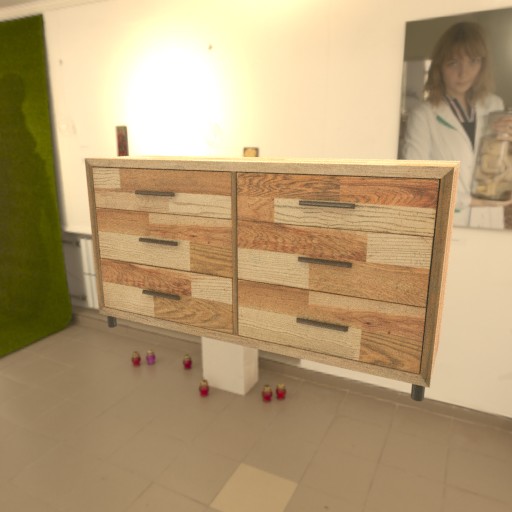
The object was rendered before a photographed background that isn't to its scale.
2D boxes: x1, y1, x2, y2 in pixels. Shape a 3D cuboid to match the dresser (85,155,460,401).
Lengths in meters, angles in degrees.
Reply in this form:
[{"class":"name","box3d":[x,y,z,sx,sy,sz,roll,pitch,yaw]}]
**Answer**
[{"class":"dresser","box3d":[0.000,0.000,1.963,1.547,0.834,0.487,7,16,25]}]
